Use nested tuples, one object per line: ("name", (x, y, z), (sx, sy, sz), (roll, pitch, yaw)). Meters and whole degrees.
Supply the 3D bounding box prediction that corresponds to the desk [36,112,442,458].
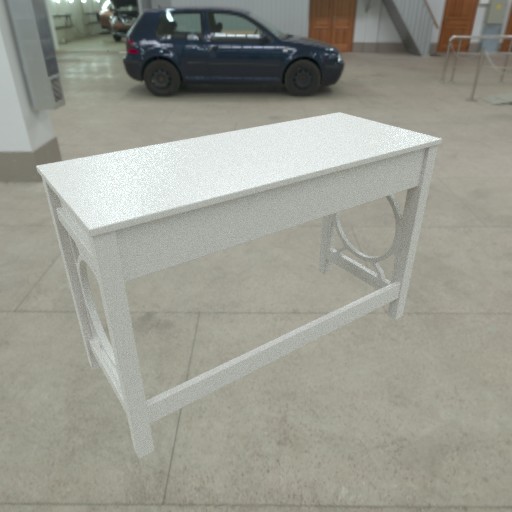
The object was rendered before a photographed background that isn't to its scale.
("desk", (0.000, 0.000, 1.577), (1.191, 0.762, 0.504), (-19, 35, -30))
